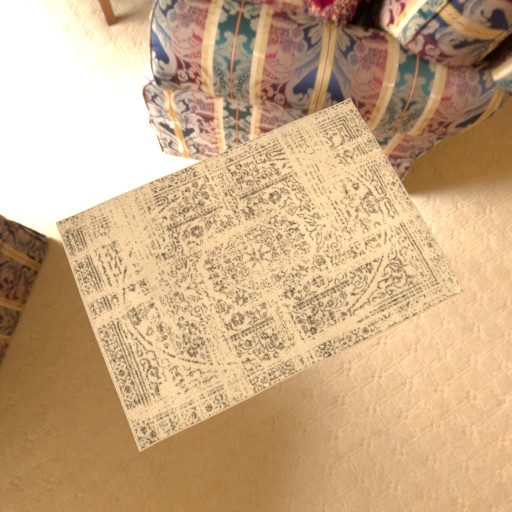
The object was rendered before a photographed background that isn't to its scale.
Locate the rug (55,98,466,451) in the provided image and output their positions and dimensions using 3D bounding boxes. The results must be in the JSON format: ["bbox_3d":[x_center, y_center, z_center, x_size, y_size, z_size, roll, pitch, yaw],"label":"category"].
[{"bbox_3d":[0.000,0.000,3.136,2.438,0.026,1.706,-24,76,-6],"label":"rug"}]
